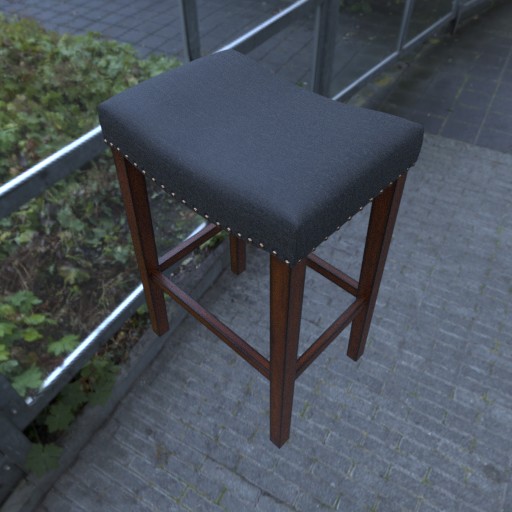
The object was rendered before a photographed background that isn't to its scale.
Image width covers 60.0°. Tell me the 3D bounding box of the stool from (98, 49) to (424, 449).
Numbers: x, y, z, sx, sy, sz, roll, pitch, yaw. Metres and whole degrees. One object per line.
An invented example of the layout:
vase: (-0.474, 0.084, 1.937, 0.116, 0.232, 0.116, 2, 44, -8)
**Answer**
stool: (0.000, 0.000, 1.028, 0.502, 0.748, 0.366, 34, 56, 28)
